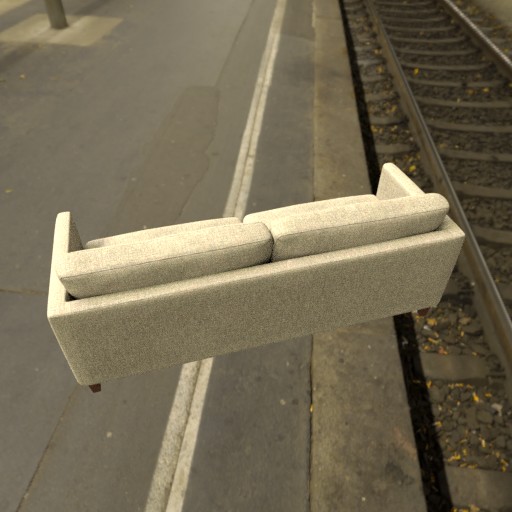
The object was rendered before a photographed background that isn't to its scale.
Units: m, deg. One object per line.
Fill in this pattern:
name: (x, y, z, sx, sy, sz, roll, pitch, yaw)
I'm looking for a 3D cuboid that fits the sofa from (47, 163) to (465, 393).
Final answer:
sofa: (0.000, 0.000, 2.944, 2.434, 0.951, 0.948, -11, 43, -12)
